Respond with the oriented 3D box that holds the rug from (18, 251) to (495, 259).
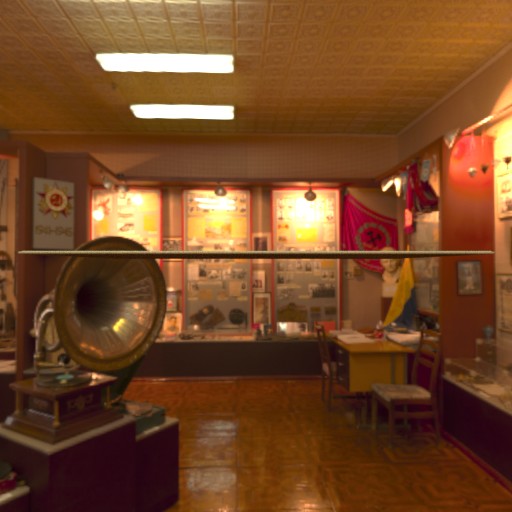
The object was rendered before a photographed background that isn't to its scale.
[{"bbox_3d":[0.000,0.000,3.459,2.746,0.018,1.819,0,-1,-1],"label":"rug"}]
